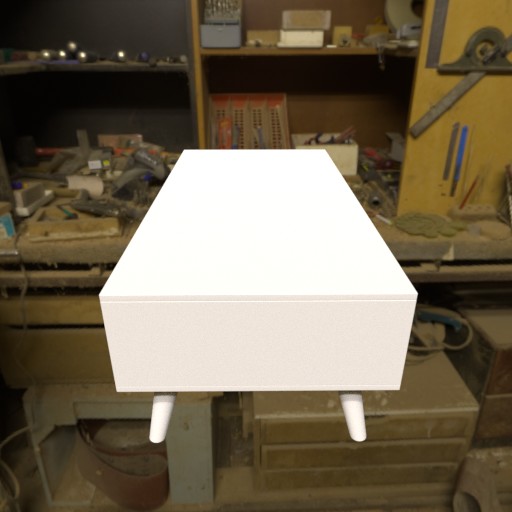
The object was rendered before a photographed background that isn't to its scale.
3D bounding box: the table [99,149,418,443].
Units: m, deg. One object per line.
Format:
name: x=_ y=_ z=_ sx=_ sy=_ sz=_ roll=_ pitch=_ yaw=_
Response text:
table: x=0.000 y=0.000 z=1.476 sx=0.609 sy=0.432 sz=1.194 roll=0 pitch=26 yaw=0
